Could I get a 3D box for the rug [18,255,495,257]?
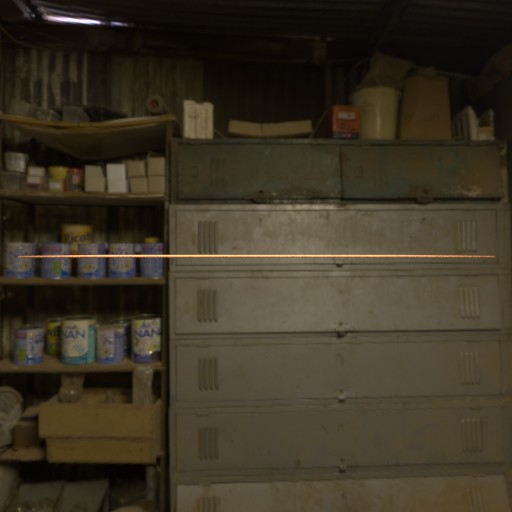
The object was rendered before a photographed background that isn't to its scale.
[{"bbox_3d":[0.000,0.000,2.884,2.285,0.006,1.524,0,0,-2],"label":"rug"}]
